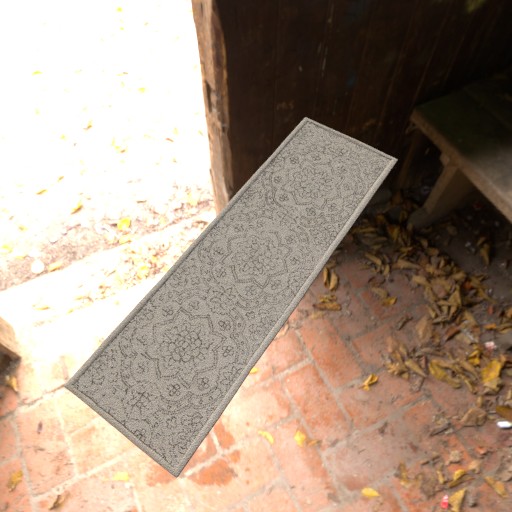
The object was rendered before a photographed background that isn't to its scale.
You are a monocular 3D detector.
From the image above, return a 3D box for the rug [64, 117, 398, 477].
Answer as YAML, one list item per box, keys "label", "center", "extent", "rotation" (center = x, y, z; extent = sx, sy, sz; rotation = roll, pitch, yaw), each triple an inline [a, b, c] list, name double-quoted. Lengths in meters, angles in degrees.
- label: "rug"
  center: [0.000, 0.000, 2.723]
  extent: [0.769, 0.012, 2.448]
  rotation: [30, 64, 17]
